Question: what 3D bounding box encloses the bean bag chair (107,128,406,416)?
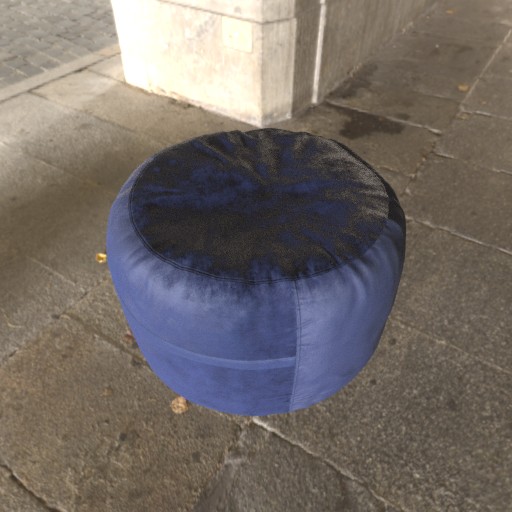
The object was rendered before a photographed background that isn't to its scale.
[{"bbox_3d":[0.000,0.000,1.962,1.219,0.762,1.219,0,45,0],"label":"bean bag chair"}]
